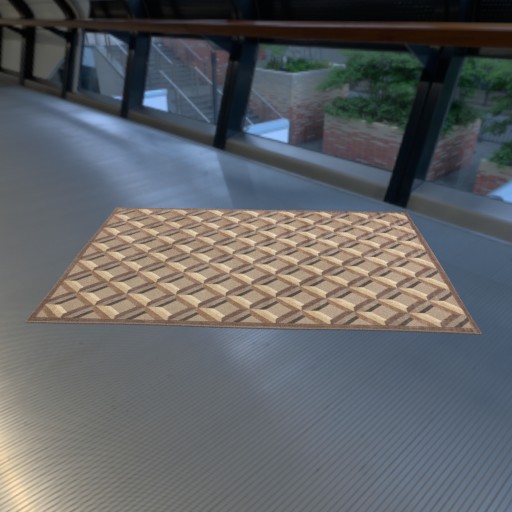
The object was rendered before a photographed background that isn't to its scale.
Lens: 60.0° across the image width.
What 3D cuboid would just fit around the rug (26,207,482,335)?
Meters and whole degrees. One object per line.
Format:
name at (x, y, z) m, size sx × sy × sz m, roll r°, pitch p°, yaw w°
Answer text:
rug at (0.000, 0.000, 2.082) m, size 1.677 × 0.011 × 1.066 m, roll 1°, pitch 30°, yaw 2°
